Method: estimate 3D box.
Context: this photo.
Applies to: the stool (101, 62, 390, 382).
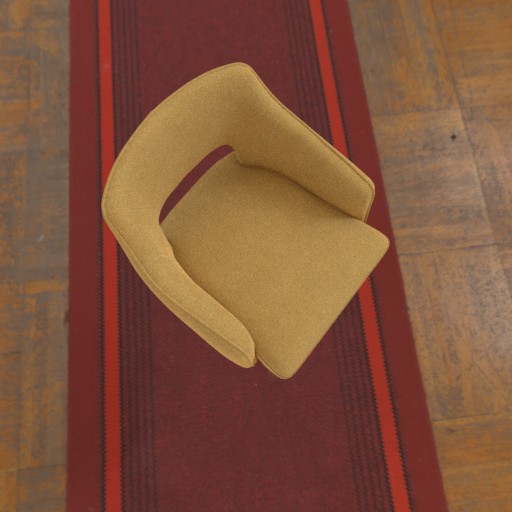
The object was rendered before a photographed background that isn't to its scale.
[{"bbox_3d":[0.000,0.000,1.273,0.558,0.924,0.548,38,77,10],"label":"stool"}]
